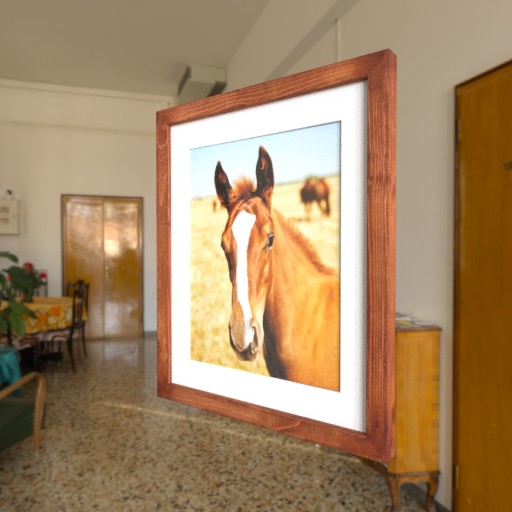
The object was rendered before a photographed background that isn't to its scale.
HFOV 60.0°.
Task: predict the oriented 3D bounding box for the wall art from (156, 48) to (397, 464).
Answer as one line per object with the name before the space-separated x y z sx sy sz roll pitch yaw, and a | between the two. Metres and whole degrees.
wall art | 0.000 0.000 0.742 0.462 0.558 0.030 1 1 36
